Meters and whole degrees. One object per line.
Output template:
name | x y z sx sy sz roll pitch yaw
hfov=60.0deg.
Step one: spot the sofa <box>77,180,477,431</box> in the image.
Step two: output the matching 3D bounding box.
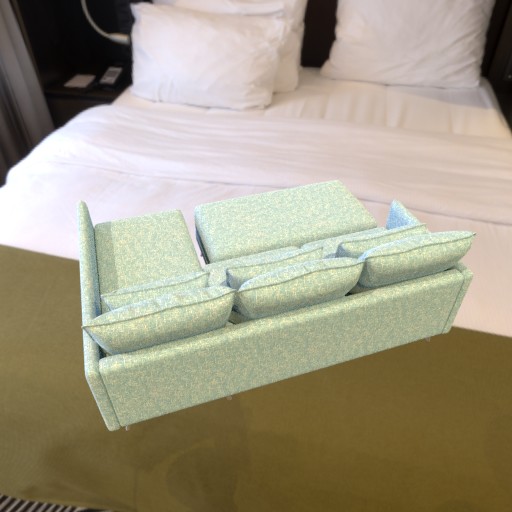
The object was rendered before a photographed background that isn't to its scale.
sofa | 0.000 0.000 2.772 2.034 0.899 1.420 -12 42 -14
